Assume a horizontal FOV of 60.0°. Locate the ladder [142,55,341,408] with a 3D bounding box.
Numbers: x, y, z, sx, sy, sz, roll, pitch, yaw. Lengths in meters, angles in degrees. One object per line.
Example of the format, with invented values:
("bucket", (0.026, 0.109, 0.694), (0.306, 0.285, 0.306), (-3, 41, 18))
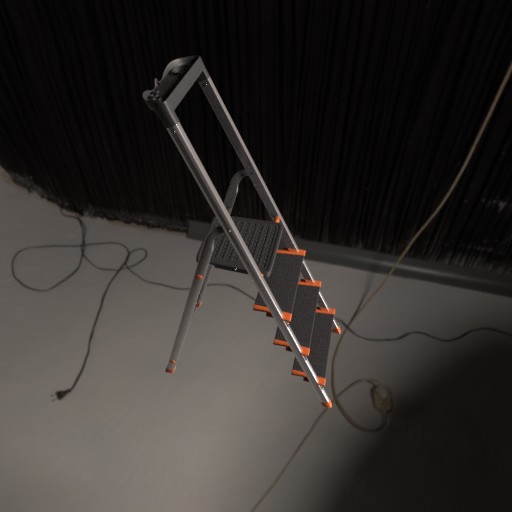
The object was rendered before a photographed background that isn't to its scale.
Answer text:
("ladder", (0.000, 0.000, 1.791), (0.834, 1.429, 0.452), (10, 47, 9))
